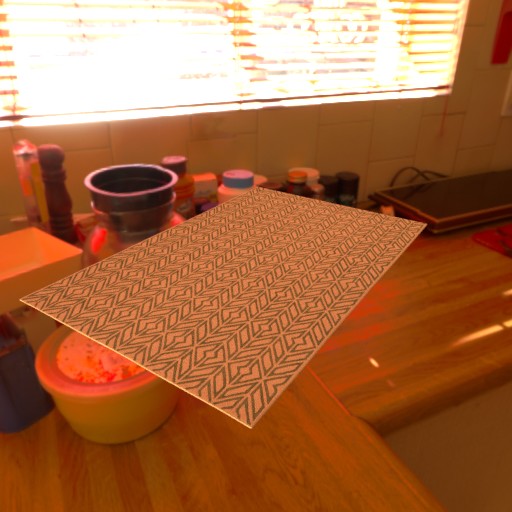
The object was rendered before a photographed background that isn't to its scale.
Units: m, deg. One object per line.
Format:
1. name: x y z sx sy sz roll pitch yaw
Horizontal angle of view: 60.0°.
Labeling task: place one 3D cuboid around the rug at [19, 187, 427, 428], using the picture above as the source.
1. rug: 0.000 0.000 2.272 1.220 0.007 1.828 17 32 30
